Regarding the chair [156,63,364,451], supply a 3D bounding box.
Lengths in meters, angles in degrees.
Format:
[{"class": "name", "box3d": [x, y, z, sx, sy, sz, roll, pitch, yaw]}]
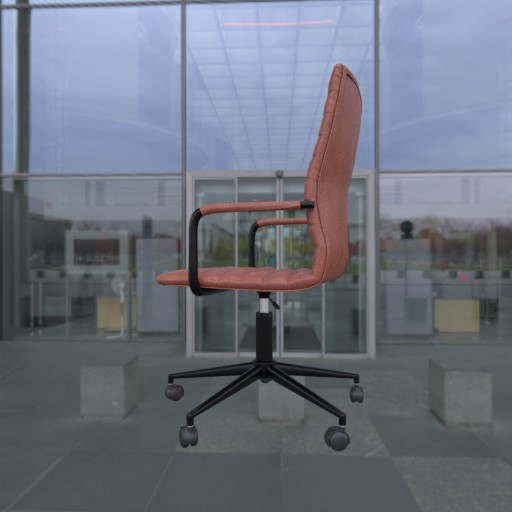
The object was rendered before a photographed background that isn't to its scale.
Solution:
[{"class": "chair", "box3d": [0.000, 0.000, 1.257, 0.578, 0.878, 0.600, 0, 0, 18]}]
